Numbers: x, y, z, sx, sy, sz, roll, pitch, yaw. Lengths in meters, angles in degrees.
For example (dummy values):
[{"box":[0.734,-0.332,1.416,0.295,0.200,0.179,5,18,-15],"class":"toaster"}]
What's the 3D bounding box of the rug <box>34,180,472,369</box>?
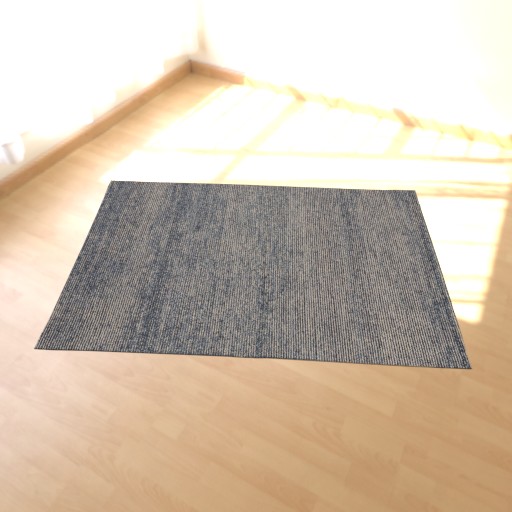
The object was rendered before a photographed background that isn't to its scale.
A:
[{"box":[0.000,0.000,2.194,1.793,0.025,1.159,2,46,2],"class":"rug"}]
